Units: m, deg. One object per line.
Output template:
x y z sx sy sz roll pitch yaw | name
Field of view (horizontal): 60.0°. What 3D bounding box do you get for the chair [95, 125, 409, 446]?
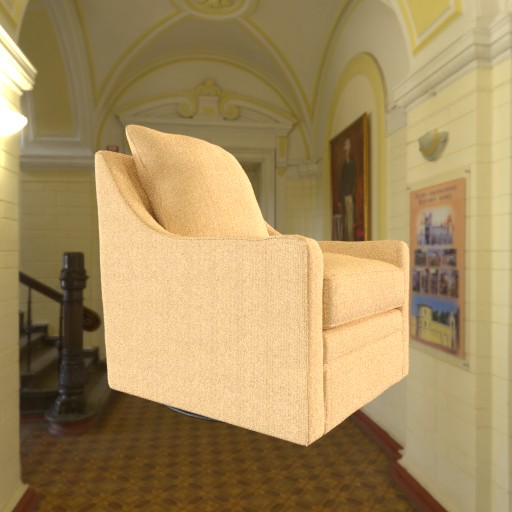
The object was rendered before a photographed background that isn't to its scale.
0.000 0.000 1.572 0.876 0.927 0.760 0 1 36 | chair
